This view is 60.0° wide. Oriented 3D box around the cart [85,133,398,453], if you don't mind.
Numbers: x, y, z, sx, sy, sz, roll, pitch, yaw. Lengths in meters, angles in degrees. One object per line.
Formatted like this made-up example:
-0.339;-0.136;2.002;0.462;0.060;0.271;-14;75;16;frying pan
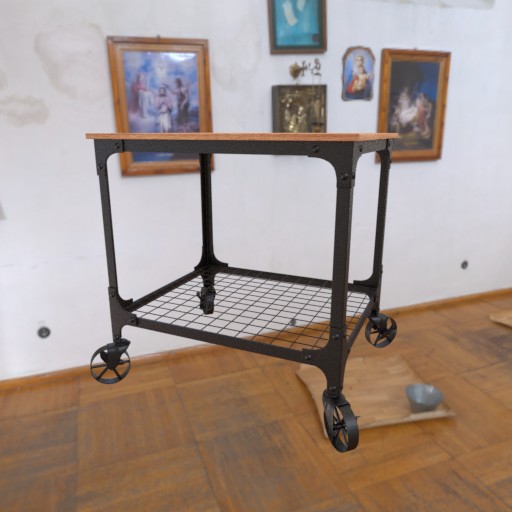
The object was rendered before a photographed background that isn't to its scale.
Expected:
0.000;0.000;1.129;0.666;0.603;0.558;7;17;23;cart
